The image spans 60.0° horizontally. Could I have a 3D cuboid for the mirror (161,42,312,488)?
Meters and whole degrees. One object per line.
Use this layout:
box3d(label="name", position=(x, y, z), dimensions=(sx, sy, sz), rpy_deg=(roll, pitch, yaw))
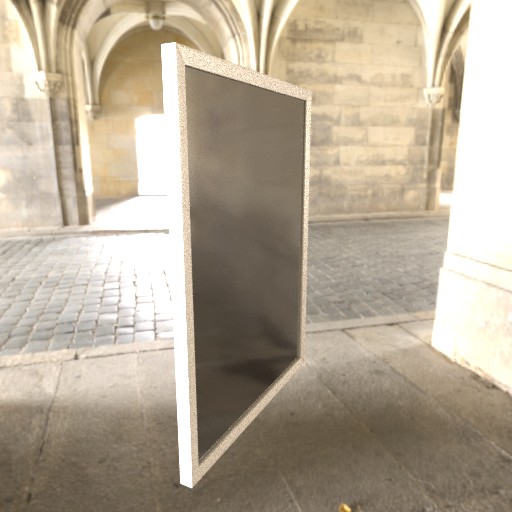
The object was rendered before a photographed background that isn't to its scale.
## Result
box3d(label="mirror", position=(0.000, 0.000, 1.319), dimensions=(0.040, 1.016, 0.762), rpy_deg=(7, 14, 27))
